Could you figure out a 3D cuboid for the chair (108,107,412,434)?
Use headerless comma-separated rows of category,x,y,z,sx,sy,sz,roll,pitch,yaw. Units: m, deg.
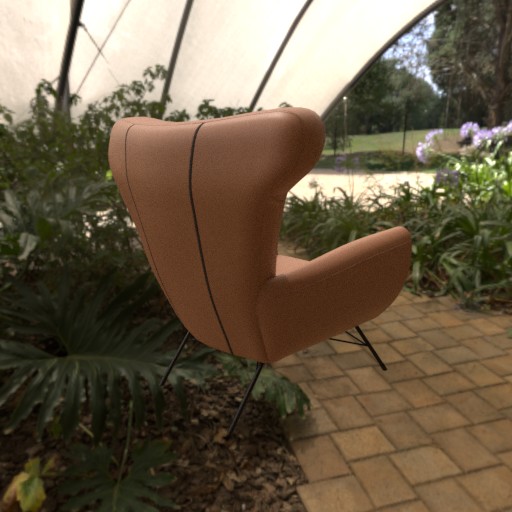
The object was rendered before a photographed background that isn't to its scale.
chair,0.000,0.000,1.734,0.900,1.050,0.980,-14,21,-42
